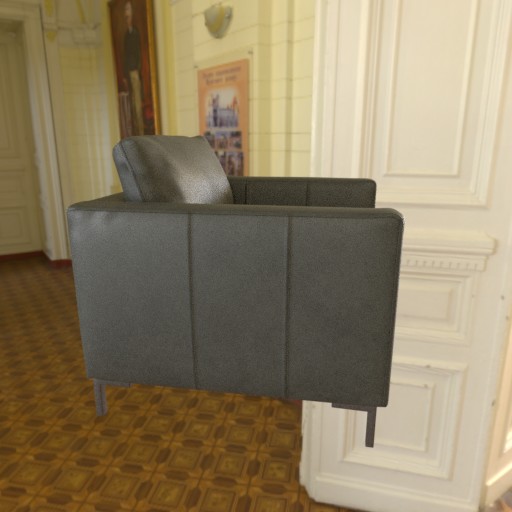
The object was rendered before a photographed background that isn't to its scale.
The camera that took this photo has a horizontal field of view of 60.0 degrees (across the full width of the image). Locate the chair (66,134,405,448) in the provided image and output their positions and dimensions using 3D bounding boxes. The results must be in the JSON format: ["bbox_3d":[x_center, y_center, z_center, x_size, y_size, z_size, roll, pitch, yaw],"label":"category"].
[{"bbox_3d":[0.000,0.000,1.491,0.861,0.824,0.967,3,16,10],"label":"chair"}]
